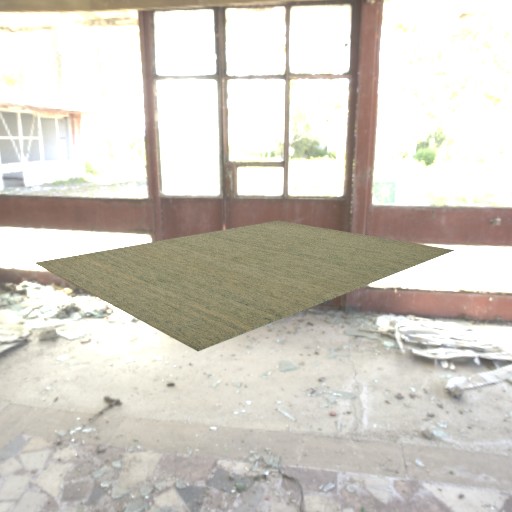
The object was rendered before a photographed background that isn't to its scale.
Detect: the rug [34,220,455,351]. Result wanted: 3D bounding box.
[{"bbox_3d":[0.000,0.000,4.218,3.201,0.014,2.437,-13,19,-42],"label":"rug"}]
